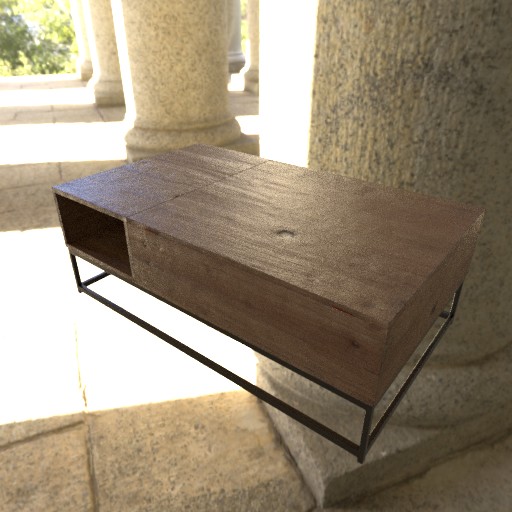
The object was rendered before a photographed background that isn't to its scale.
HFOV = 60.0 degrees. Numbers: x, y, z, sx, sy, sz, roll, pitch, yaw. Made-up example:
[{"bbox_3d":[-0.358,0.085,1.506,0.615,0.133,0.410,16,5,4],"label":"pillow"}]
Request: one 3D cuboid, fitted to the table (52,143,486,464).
[{"bbox_3d":[0.000,0.000,1.391,1.101,0.395,0.655,21,35,33],"label":"table"}]
